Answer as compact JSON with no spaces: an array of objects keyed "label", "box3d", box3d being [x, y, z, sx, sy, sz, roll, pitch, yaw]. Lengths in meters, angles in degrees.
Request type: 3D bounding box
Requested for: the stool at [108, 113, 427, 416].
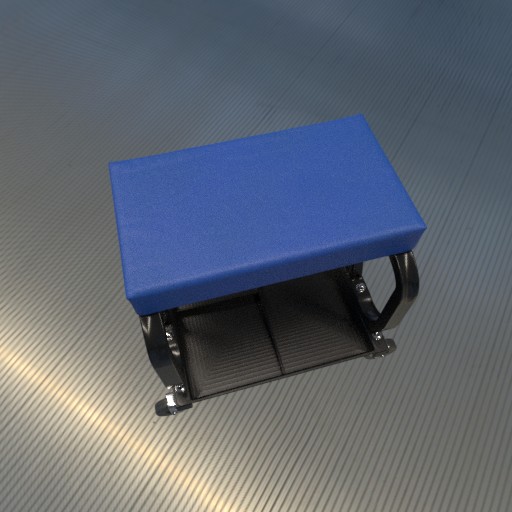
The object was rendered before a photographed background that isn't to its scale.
[{"label":"stool","box3d":[0.000,0.000,0.737,0.446,0.380,0.371,-13,60,-8]}]
